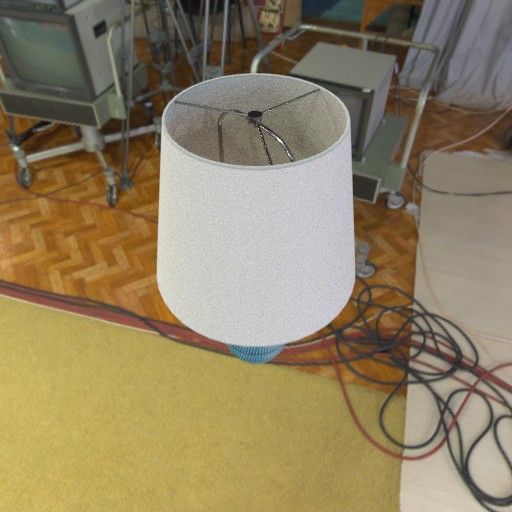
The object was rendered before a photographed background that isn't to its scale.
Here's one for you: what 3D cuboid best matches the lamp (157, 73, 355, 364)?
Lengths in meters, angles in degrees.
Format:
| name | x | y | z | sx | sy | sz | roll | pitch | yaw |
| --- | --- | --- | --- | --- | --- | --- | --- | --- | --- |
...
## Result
| name | x | y | z | sx | sy | sz | roll | pitch | yaw |
| --- | --- | --- | --- | --- | --- | --- | --- | --- | --- |
| lamp | 0.000 | 0.000 | 0.565 | 0.254 | 0.392 | 0.254 | 0 | 46 | 0 |
